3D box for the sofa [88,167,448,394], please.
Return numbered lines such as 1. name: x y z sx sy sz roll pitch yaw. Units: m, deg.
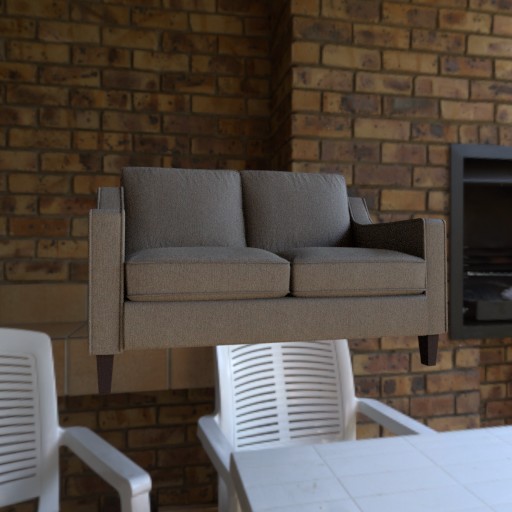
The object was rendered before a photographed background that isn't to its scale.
1. sofa: 0.000 0.000 2.185 1.503 0.981 0.985 0 0 -17
